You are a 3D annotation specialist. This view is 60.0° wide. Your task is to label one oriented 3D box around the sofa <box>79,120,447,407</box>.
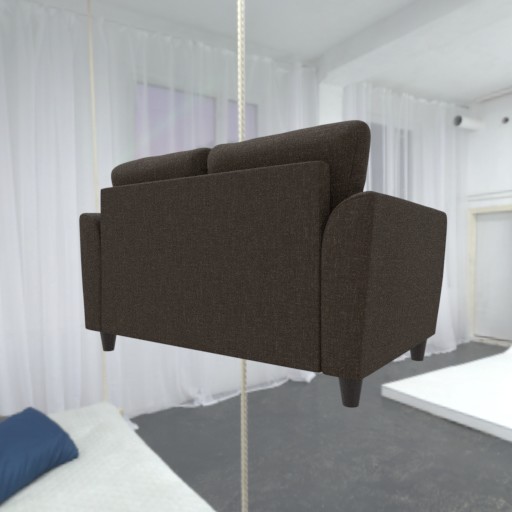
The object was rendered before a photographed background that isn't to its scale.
[{"bbox_3d":[0.000,0.000,1.974,1.423,0.885,0.851,1,1,36],"label":"sofa"}]
